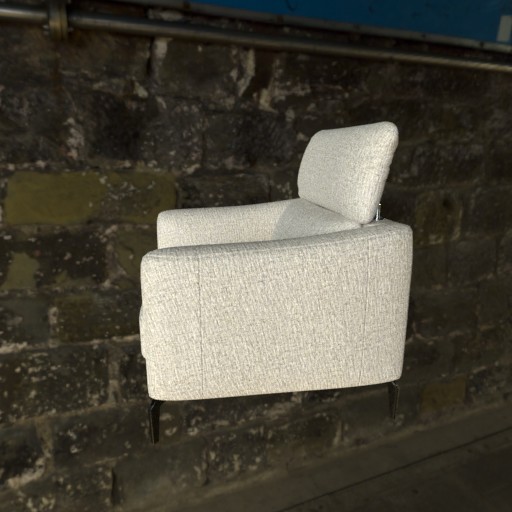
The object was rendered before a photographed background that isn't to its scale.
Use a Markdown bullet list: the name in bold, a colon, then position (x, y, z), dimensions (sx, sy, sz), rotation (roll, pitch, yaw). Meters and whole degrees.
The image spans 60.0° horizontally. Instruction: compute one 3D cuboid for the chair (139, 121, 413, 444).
- **chair**: position (0.000, 0.000, 1.711), dimensions (0.835, 0.967, 0.972), rotation (-2, 14, -9)
